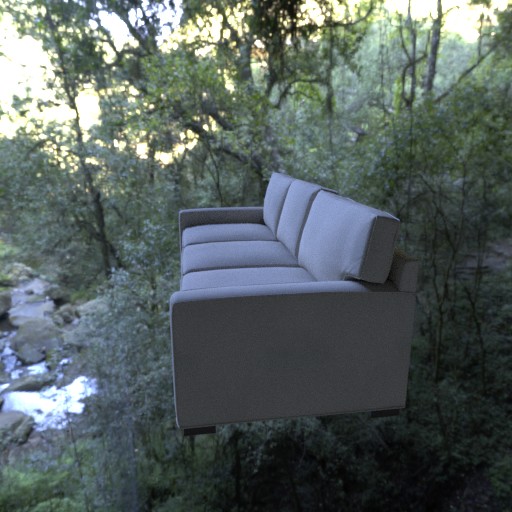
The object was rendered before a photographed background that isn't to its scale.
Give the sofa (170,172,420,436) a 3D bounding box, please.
[{"bbox_3d":[0.000,0.000,2.644,0.935,0.862,2.088,-2,15,-8],"label":"sofa"}]
